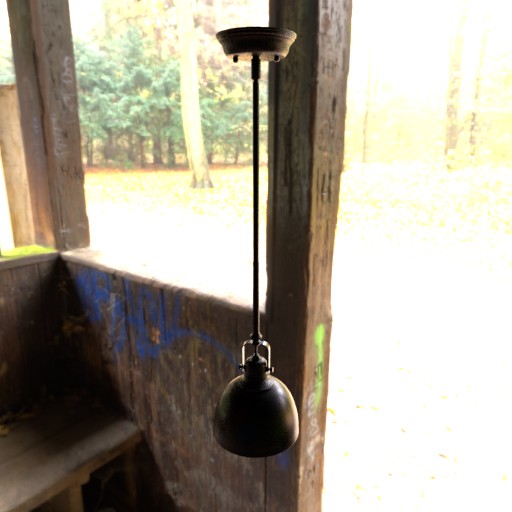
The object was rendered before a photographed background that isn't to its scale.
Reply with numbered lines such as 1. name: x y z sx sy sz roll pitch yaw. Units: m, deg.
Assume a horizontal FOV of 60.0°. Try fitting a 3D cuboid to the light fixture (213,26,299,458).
1. light fixture: 0.000 0.000 0.847 0.182 0.768 0.182 3 15 10
